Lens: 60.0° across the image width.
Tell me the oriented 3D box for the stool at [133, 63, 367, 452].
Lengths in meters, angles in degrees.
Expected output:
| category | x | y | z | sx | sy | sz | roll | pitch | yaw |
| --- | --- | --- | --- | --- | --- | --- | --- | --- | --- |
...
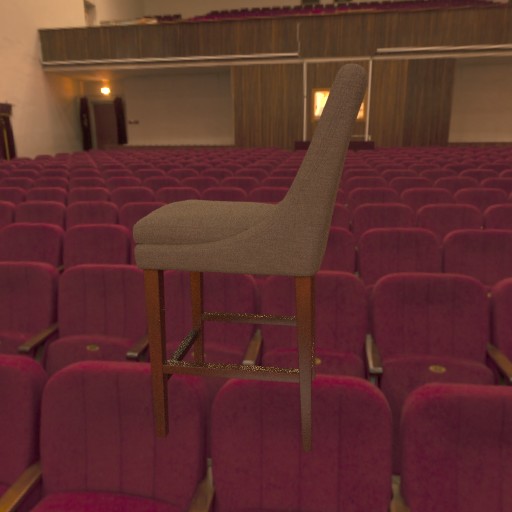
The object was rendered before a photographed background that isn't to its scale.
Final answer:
| category | x | y | z | sx | sy | sz | roll | pitch | yaw |
| --- | --- | --- | --- | --- | --- | --- | --- | --- | --- |
| stool | 0.000 | 0.000 | 1.310 | 0.577 | 0.981 | 0.470 | 2 | 14 | 8 |
